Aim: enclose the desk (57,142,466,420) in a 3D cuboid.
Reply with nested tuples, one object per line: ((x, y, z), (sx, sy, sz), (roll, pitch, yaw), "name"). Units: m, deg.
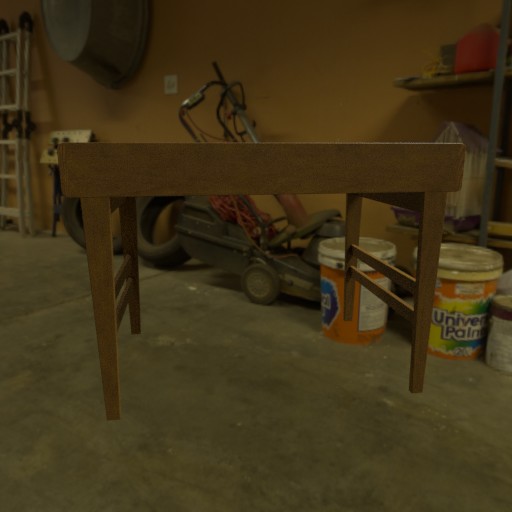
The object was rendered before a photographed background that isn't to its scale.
((0.000, 0.000, 1.541), (1.066, 0.754, 0.660), (-2, 14, -9), "desk")
